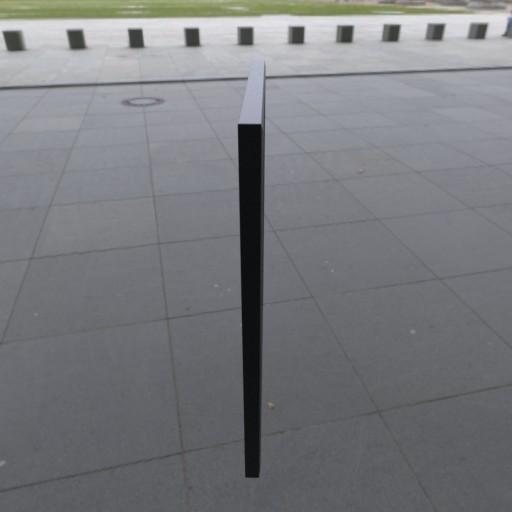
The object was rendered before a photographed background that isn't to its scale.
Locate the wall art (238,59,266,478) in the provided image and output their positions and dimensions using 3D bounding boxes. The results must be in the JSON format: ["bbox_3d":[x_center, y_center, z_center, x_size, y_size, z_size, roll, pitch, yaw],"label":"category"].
[{"bbox_3d":[0.000,0.000,1.607,0.053,1.194,0.950,1,31,1],"label":"wall art"}]
